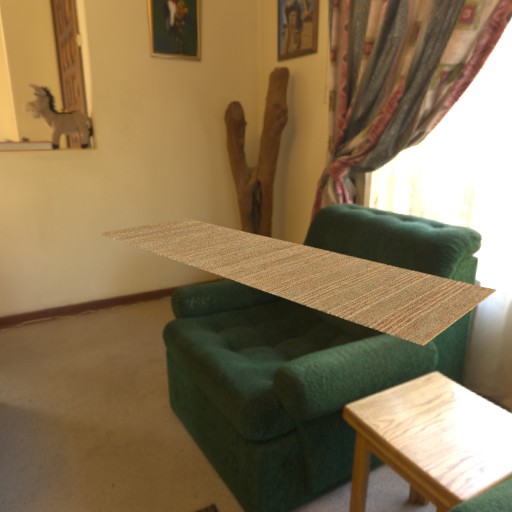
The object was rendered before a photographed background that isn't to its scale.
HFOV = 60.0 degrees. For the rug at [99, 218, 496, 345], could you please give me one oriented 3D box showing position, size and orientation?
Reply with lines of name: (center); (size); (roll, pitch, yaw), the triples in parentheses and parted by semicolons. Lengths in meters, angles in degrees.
rug: (0.000, 0.000, 2.658); (2.438, 0.006, 0.783); (15, 22, 42)
